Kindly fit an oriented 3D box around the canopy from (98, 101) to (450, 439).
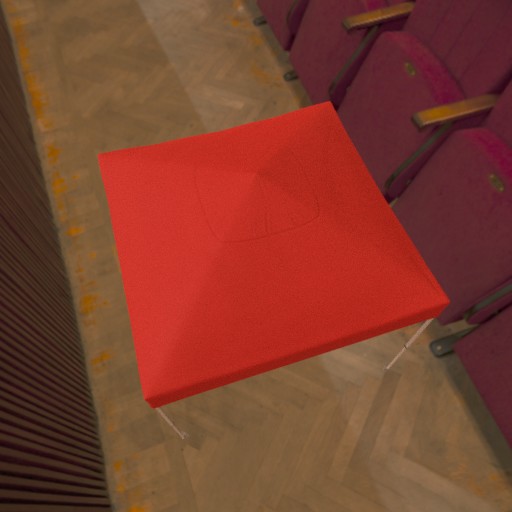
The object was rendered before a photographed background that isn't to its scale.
[{"bbox_3d":[0.000,0.000,5.382,2.996,2.997,2.998,-16,61,-9],"label":"canopy"}]
